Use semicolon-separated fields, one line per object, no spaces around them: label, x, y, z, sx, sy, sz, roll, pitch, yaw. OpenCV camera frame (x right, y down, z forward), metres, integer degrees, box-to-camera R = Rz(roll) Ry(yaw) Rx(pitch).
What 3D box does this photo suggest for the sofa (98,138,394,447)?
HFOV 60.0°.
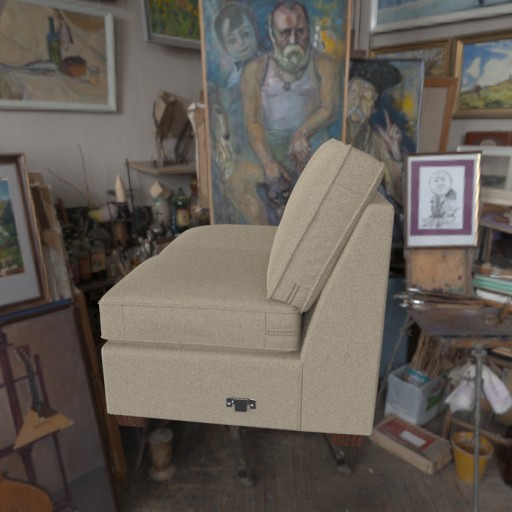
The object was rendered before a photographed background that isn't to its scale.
sofa;0.000;0.000;1.987;0.951;1.008;1.237;2;16;7
